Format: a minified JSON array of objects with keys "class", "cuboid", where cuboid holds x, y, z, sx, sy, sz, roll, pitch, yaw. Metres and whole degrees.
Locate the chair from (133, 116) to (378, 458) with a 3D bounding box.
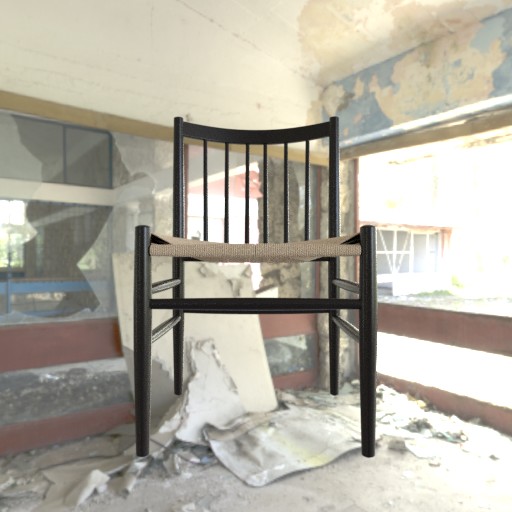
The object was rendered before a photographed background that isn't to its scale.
[{"class":"chair","cuboid":[0.000,0.000,1.141,0.495,0.818,0.516,0,0,0]}]
